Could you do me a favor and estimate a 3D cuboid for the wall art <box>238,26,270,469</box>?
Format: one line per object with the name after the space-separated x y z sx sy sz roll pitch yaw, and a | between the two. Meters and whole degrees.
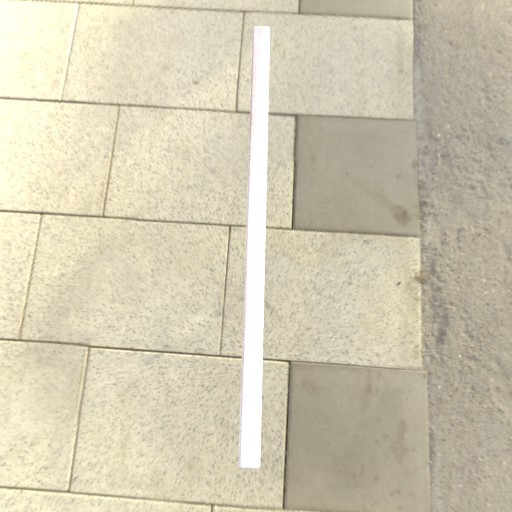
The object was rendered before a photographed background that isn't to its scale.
0.000 0.000 1.182 0.038 0.609 0.913 1 77 0 | wall art
